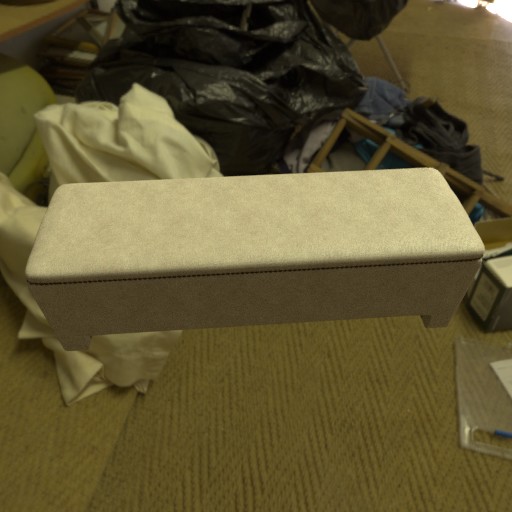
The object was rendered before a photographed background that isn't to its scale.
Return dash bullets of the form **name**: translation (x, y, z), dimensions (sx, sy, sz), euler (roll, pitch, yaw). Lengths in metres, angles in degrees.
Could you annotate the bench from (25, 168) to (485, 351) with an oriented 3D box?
- **bench**: translation (0.000, 0.000, 1.686), dimensions (1.482, 0.447, 0.470), euler (-3, 47, -3)
